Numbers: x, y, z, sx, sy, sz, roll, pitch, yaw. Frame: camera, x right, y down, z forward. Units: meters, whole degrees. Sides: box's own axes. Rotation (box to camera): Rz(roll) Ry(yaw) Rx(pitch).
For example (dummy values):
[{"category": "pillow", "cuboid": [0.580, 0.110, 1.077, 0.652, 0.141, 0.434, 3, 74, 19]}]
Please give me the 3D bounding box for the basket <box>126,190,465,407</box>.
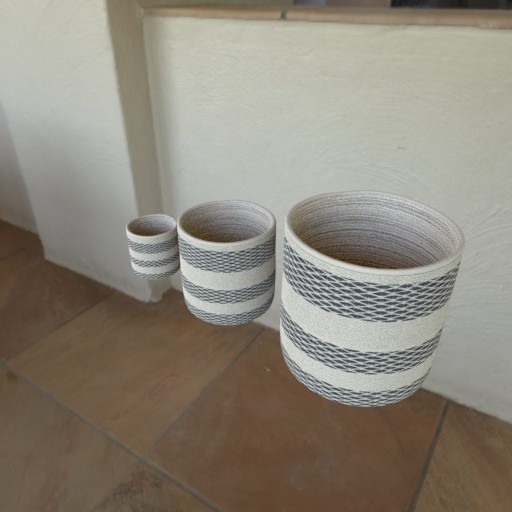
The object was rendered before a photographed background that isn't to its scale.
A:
[{"category": "basket", "cuboid": [0.000, 0.000, 1.113, 0.917, 0.356, 0.351, 20, 36, 30]}]
